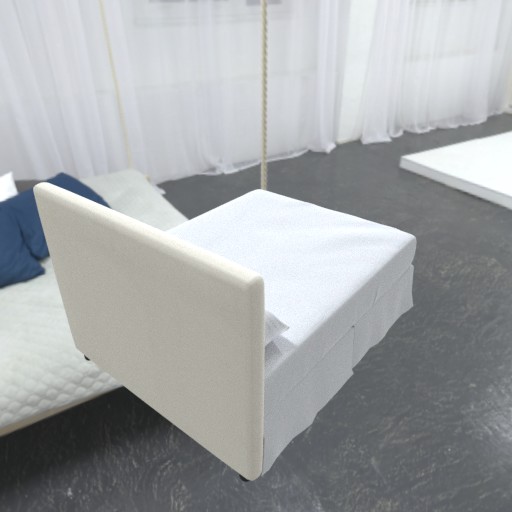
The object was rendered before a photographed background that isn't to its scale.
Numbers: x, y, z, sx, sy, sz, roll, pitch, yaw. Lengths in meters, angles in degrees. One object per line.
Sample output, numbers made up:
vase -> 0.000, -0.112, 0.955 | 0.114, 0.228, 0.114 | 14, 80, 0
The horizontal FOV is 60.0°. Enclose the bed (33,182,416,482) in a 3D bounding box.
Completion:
bed -> 0.000, 0.000, 3.146 | 1.713, 1.330, 2.142 | 22, 37, 33
